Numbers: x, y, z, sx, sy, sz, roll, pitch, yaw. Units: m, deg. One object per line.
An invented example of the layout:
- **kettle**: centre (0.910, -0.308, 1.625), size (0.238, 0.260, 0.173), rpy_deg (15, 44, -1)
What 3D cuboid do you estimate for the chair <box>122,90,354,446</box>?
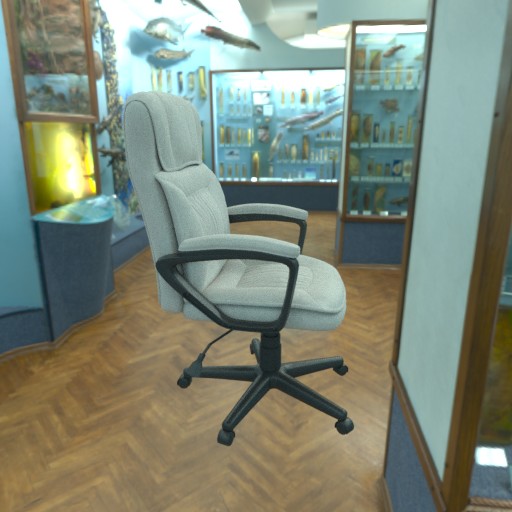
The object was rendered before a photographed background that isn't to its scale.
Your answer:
- **chair**: centre (0.000, 0.000, 1.577), size (0.724, 1.105, 0.667), rpy_deg (2, 16, 8)
